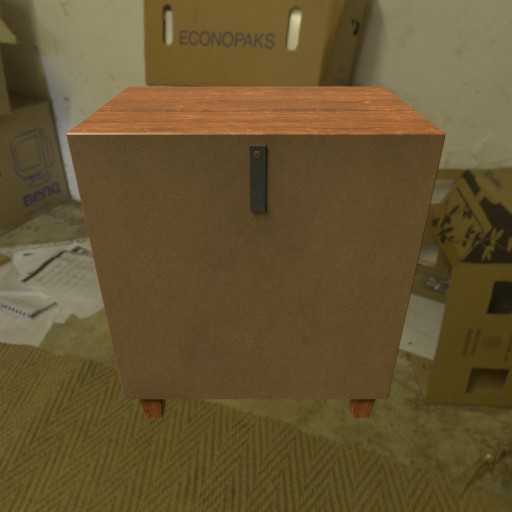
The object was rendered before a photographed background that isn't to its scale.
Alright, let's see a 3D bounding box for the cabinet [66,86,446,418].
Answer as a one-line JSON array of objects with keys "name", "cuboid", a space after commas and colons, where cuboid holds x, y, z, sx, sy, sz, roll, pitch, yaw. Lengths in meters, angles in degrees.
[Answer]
[{"name": "cabinet", "cuboid": [0.000, 0.000, 1.056, 0.607, 0.695, 0.410, 0, 31, 0]}]
